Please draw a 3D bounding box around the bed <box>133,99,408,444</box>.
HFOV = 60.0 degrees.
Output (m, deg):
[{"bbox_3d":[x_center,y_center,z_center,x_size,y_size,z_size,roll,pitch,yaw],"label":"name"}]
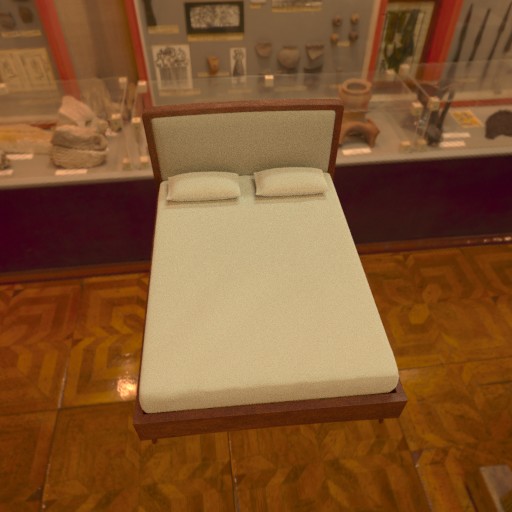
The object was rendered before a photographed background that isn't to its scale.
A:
[{"bbox_3d":[0.000,0.000,3.190,1.587,1.275,2.196,-4,46,-4],"label":"bed"}]
